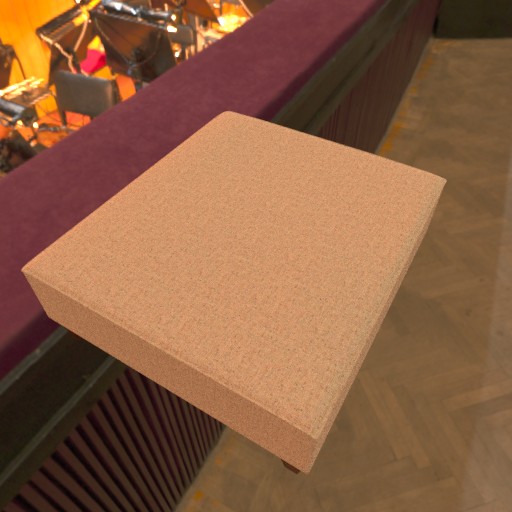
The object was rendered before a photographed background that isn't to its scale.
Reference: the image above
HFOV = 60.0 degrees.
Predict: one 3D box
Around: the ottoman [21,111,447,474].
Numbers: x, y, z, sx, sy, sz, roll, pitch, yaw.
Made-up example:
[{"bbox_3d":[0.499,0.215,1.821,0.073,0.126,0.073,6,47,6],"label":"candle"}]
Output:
[{"bbox_3d":[0.000,0.000,1.204,0.736,0.303,0.835,23,51,21],"label":"ottoman"}]
